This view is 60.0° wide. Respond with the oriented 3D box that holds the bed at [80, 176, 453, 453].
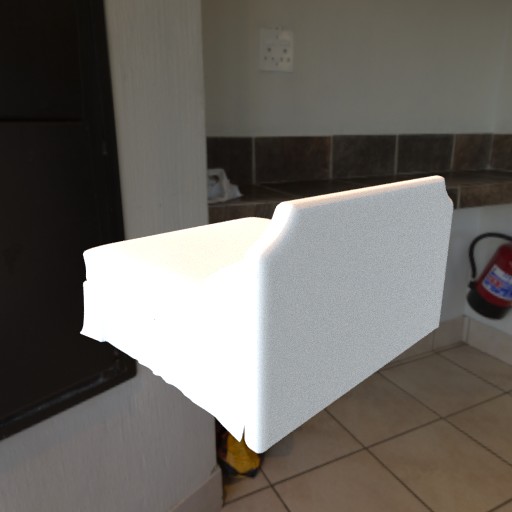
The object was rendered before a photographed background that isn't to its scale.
[{"bbox_3d":[0.000,0.000,3.550,2.204,1.301,2.160,16,22,43],"label":"bed"}]
